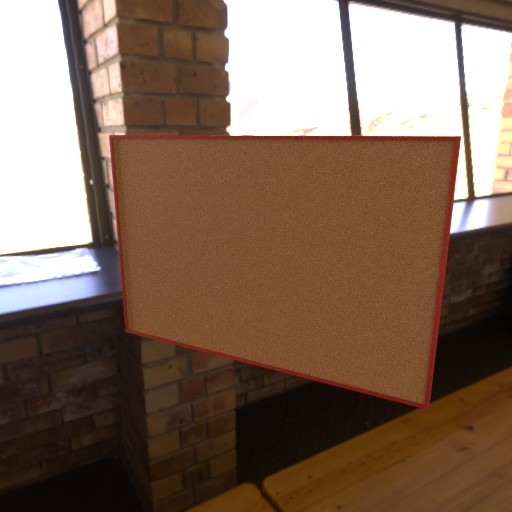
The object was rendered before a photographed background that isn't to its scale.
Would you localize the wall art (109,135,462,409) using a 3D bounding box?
[{"bbox_3d":[0.000,0.000,0.771,0.607,0.405,0.033,8,17,26],"label":"wall art"}]
